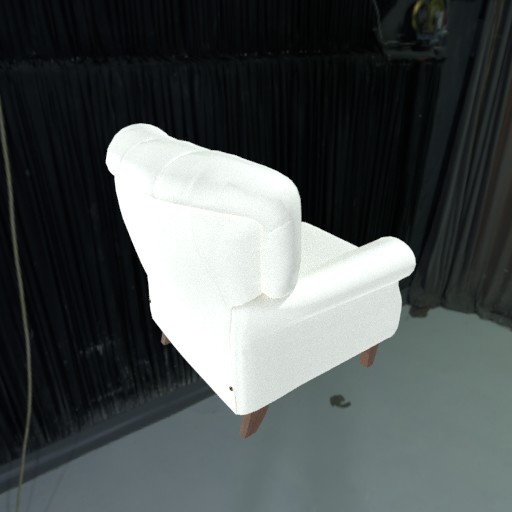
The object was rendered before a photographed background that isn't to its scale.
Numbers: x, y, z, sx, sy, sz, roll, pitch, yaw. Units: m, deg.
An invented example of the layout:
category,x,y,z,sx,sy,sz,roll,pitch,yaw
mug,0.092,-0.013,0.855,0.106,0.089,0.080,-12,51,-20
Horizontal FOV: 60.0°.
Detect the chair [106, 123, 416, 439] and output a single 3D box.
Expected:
category,x,y,z,sx,sy,sz,roll,pitch,yaw
chair,0.000,0.000,2.020,1.132,1.169,1.035,-18,32,-31
